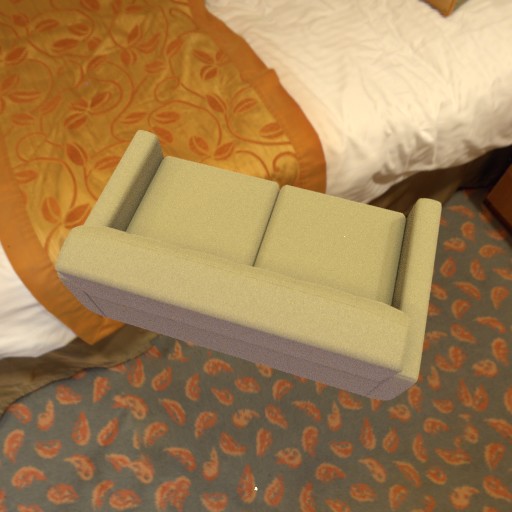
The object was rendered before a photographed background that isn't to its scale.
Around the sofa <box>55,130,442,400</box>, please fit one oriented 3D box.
[{"bbox_3d":[0.000,0.000,2.238,1.655,0.892,0.980,15,63,8],"label":"sofa"}]
